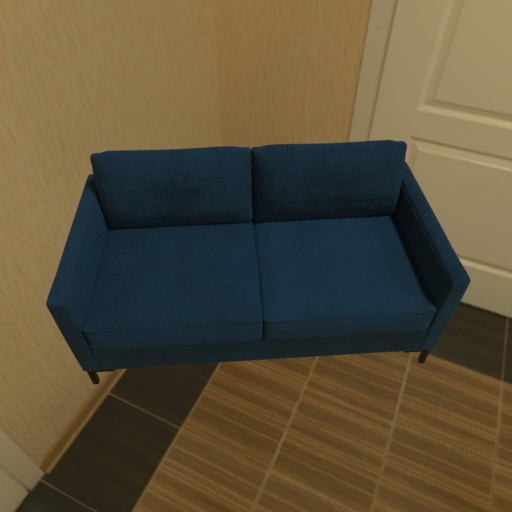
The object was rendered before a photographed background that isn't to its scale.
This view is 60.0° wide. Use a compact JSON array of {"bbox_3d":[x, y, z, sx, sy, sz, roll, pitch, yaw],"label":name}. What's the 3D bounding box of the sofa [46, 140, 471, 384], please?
[{"bbox_3d":[0.000,0.000,2.136,1.676,0.817,0.875,-3,46,-3],"label":"sofa"}]
